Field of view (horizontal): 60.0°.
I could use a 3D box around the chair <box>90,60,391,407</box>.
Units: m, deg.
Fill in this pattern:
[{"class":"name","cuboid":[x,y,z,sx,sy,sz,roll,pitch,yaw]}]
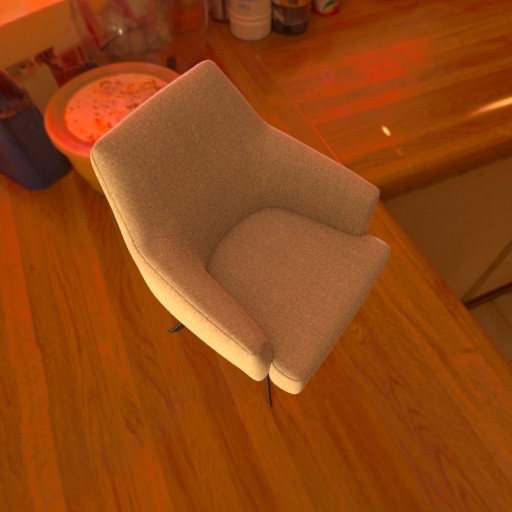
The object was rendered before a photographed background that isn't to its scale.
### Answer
[{"class":"chair","cuboid":[0.000,0.000,1.354,0.677,0.874,0.642,31,62,19]}]
